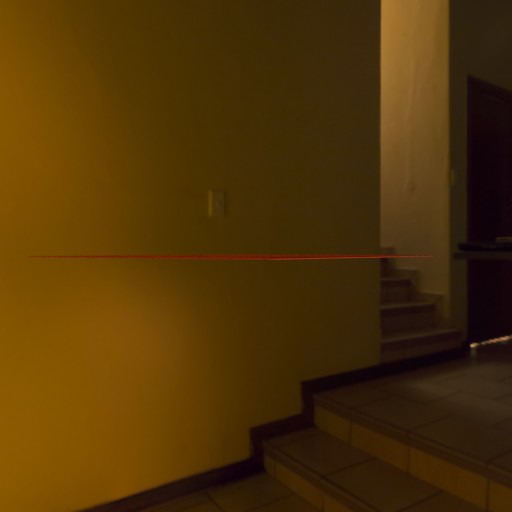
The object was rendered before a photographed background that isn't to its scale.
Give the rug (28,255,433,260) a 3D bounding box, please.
[{"bbox_3d":[0.000,0.000,3.978,2.300,0.012,2.929,0,0,36],"label":"rug"}]
